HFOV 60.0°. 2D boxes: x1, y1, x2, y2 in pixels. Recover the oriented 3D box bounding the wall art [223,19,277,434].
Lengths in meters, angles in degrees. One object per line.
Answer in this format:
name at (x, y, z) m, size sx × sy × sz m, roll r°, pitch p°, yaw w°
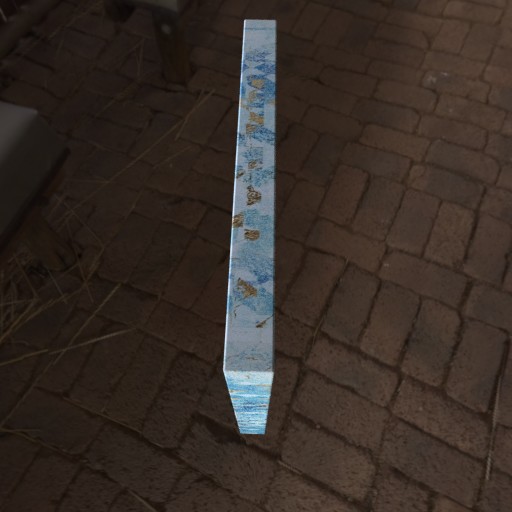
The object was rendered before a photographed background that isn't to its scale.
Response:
wall art at (0.000, 0.000, 0.598) m, size 0.037 × 0.405 × 0.405 m, roll 1°, pitch 62°, yaw 1°
